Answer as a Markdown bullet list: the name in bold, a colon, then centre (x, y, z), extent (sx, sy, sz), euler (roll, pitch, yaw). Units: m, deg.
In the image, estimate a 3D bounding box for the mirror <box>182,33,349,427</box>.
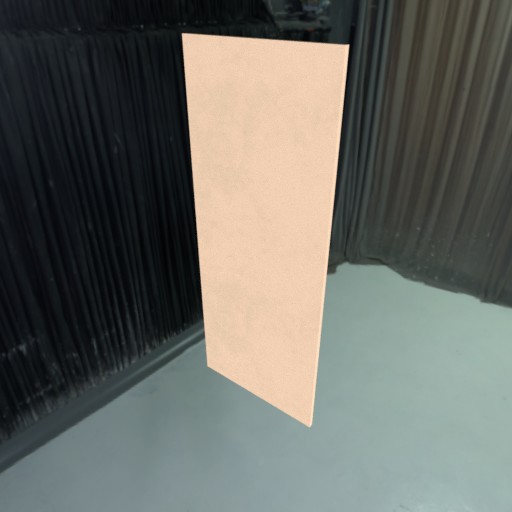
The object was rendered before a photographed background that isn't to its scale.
- **mirror**: centre (0.000, 0.000, 2.296), extent (0.812, 2.031, 0.026), euler (21, 37, 31)
